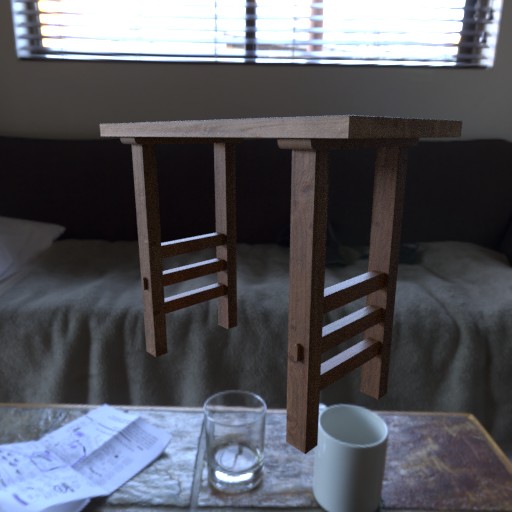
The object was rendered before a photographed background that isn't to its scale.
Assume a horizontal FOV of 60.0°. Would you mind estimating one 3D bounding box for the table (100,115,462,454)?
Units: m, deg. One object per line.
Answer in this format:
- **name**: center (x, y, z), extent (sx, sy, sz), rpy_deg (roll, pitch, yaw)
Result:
- **table**: center (0.000, 0.000, 1.585), extent (0.556, 0.914, 1.119), rpy_deg (-14, 21, -42)
